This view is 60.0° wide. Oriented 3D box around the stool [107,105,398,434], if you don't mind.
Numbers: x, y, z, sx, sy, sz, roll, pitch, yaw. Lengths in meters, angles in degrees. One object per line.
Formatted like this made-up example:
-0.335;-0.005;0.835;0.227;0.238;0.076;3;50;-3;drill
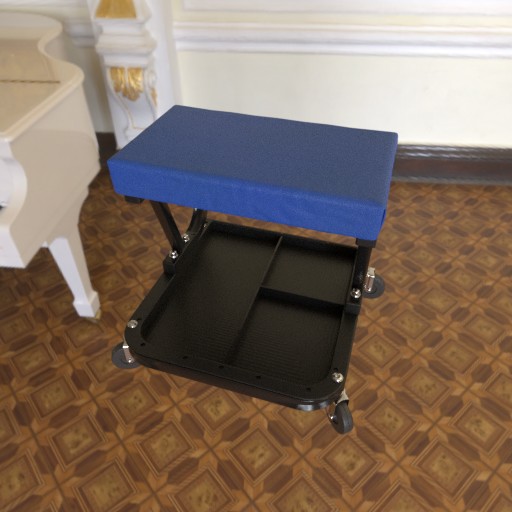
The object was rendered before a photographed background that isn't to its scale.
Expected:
0.000;0.000;0.732;0.446;0.380;0.371;12;41;13;stool
